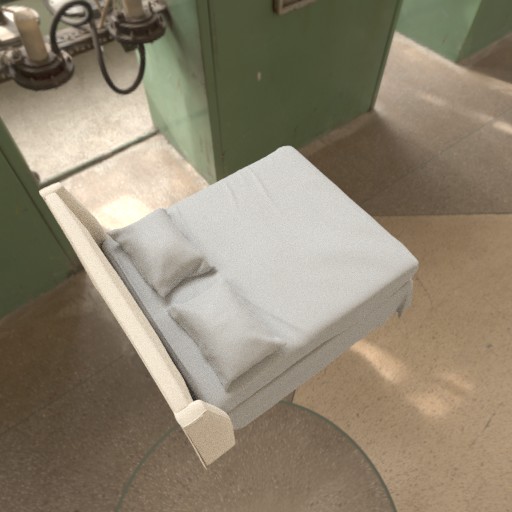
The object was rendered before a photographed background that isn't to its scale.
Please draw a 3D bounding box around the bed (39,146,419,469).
[{"bbox_3d":[0.000,0.000,3.461,2.276,1.332,1.925,-31,62,-19],"label":"bed"}]
